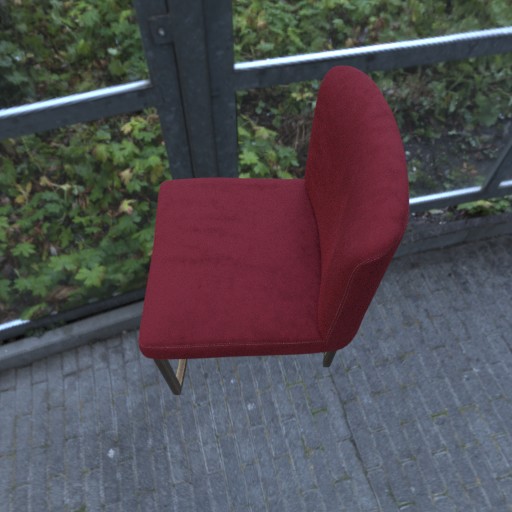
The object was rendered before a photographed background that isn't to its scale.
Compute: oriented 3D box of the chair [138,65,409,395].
[{"bbox_3d":[0.000,0.000,1.161,0.560,0.824,0.530,0,58,0],"label":"chair"}]
